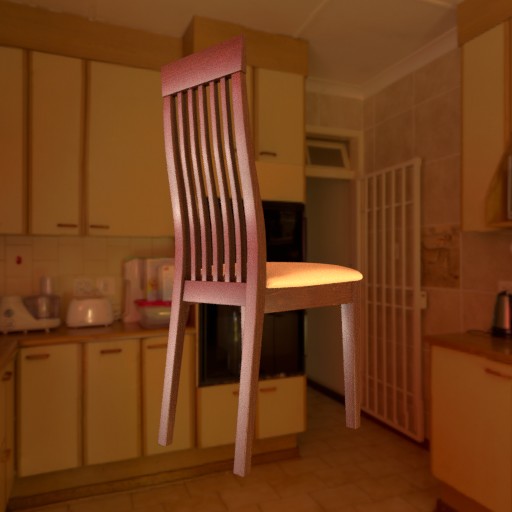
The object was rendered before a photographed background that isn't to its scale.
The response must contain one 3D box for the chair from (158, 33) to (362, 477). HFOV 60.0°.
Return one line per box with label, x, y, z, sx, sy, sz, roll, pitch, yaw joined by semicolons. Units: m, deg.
chair;0.000;0.000;1.293;0.460;1.027;0.474;0;-1;38
